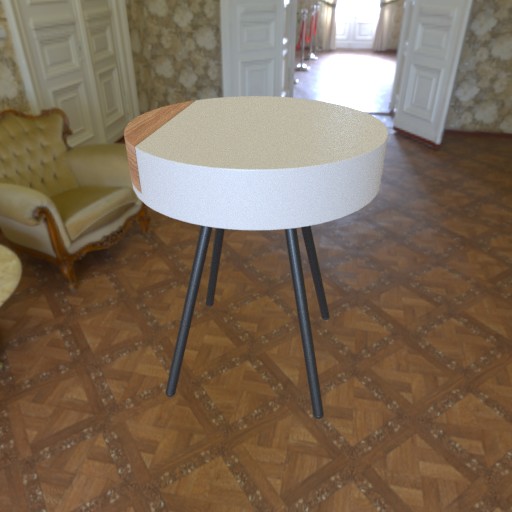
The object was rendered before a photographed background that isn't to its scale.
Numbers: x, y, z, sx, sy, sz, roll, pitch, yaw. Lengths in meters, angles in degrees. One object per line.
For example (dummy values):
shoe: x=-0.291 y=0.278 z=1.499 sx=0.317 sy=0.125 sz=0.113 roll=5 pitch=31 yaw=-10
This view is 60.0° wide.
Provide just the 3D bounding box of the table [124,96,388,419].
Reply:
table: x=0.000 y=0.000 z=0.887 sx=0.450 sy=0.525 sz=0.450 roll=0 pitch=32 yaw=0
